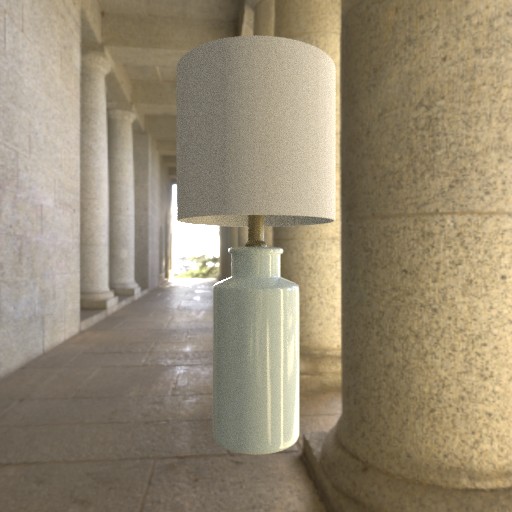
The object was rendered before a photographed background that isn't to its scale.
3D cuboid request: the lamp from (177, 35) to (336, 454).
[{"bbox_3d":[0.000,0.000,0.601,0.212,0.493,0.212,0,0,-35],"label":"lamp"}]
